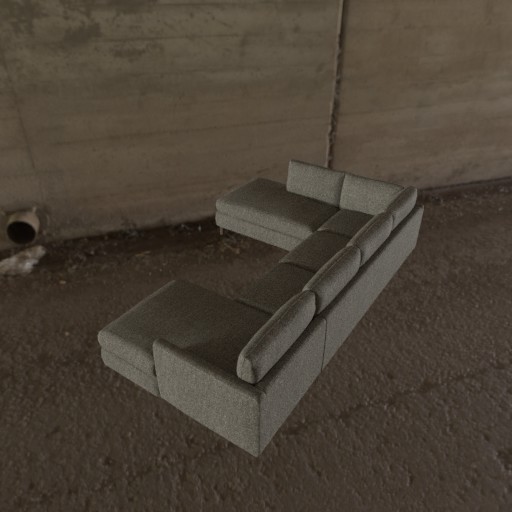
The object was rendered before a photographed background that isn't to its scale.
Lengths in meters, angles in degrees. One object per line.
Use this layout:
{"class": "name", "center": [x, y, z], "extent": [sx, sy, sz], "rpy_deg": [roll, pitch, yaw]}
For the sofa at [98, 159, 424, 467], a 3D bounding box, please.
{"class": "sofa", "center": [0.000, 0.000, 3.625], "extent": [1.879, 0.756, 2.737], "rpy_deg": [20, 37, 29]}
